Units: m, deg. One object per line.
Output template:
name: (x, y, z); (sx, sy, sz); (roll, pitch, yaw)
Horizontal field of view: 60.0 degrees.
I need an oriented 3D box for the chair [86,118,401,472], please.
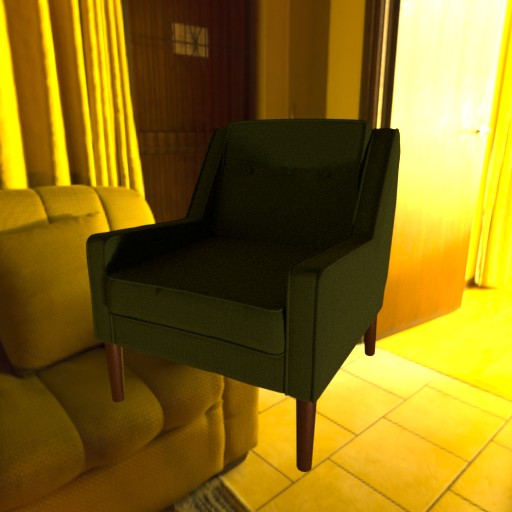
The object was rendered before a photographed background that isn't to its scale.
chair: (0.000, 0.000, 1.320); (0.663, 0.792, 0.743); (8, 18, 27)
